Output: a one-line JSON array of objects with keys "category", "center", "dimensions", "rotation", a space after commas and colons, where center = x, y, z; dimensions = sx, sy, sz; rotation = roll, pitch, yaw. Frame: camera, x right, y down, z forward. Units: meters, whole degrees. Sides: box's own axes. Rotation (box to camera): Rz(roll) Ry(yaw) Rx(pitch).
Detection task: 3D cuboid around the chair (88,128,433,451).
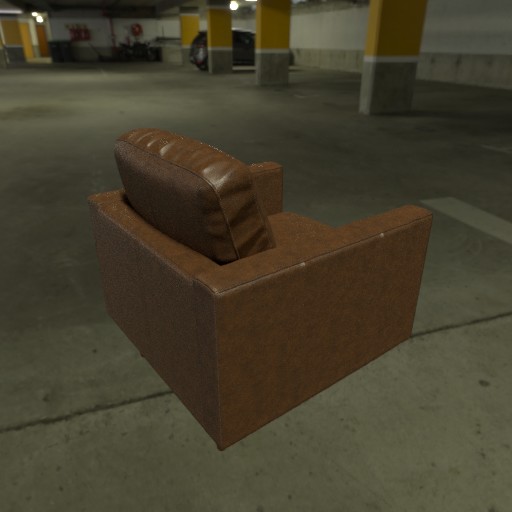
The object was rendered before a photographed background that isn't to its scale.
[{"category": "chair", "center": [0.000, 0.000, 1.667], "dimensions": [0.909, 0.956, 0.890], "rotation": [-18, 31, -33]}]
